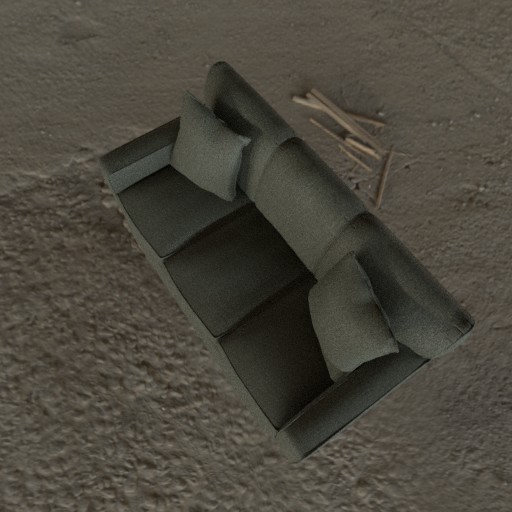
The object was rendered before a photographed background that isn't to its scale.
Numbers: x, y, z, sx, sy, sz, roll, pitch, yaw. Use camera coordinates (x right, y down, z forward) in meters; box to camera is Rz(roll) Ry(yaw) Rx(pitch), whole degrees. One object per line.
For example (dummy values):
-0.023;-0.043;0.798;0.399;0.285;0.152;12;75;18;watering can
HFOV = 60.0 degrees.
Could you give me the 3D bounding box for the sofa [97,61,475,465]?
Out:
0.000;0.000;2.528;0.997;0.958;2.024;-32;68;-15;sofa
